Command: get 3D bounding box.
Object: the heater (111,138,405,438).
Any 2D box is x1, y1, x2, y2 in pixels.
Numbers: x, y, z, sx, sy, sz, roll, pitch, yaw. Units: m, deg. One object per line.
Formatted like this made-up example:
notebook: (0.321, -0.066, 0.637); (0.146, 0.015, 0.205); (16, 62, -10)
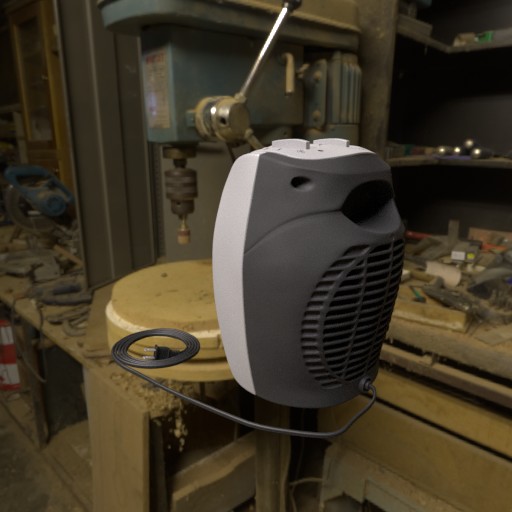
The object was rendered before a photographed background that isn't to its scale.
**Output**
heater: (0.000, 0.000, 0.468); (0.291, 0.240, 0.239); (15, 21, 43)
